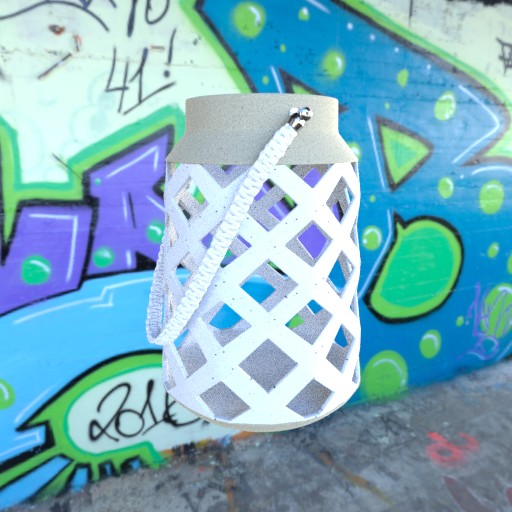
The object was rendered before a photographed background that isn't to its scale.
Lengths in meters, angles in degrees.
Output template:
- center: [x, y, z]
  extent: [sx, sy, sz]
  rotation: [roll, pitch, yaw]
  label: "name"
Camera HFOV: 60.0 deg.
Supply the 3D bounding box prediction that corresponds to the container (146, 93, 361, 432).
- center: [0.000, 0.000, 0.398]
  extent: [0.198, 0.264, 0.188]
  rotation: [-7, 16, -24]
  label: "container"
